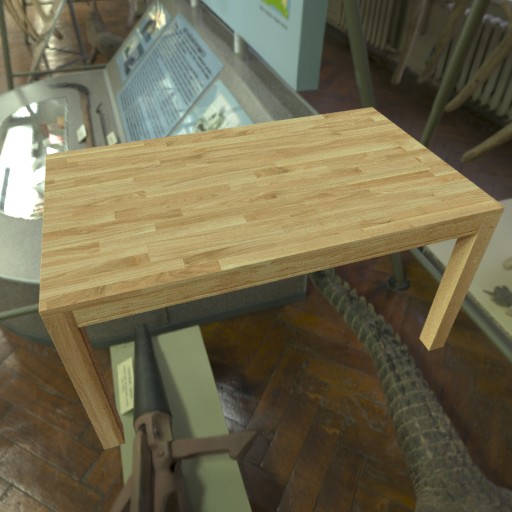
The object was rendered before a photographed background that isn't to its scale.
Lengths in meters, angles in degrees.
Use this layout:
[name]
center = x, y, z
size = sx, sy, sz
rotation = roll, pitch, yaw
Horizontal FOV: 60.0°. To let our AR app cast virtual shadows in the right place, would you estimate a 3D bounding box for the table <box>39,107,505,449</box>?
[table]
center = 0.000, 0.000, 1.913
size = 1.500, 0.770, 0.900
rotation = -12, 42, -14
